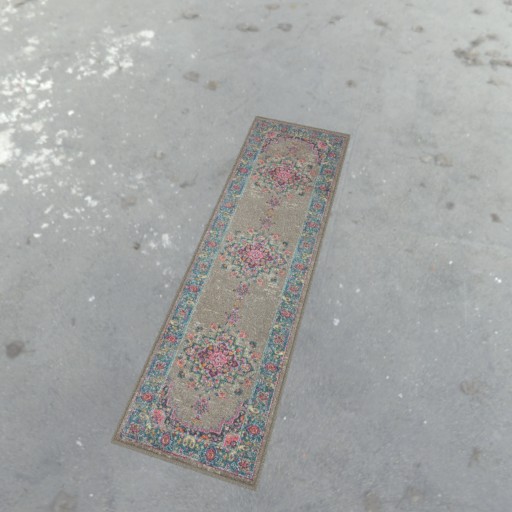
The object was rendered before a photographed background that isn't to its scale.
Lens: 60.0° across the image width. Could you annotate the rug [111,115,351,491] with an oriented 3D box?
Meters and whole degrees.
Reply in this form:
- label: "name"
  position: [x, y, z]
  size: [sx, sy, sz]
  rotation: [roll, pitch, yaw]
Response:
- label: "rug"
  position: [0.000, 0.000, 2.023]
  size: [0.553, 0.012, 1.827]
  rotation: [14, 59, 9]
